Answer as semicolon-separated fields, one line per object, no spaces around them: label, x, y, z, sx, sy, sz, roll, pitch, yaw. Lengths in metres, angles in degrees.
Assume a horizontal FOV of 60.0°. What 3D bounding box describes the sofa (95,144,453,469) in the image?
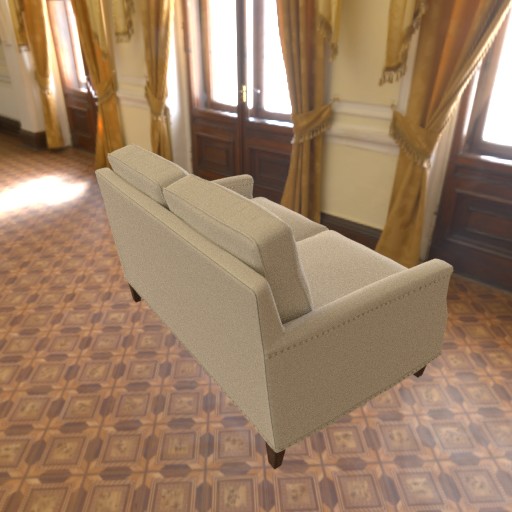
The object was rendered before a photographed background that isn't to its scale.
sofa;0.000;0.000;2.253;1.084;1.003;1.597;-18;32;-31
